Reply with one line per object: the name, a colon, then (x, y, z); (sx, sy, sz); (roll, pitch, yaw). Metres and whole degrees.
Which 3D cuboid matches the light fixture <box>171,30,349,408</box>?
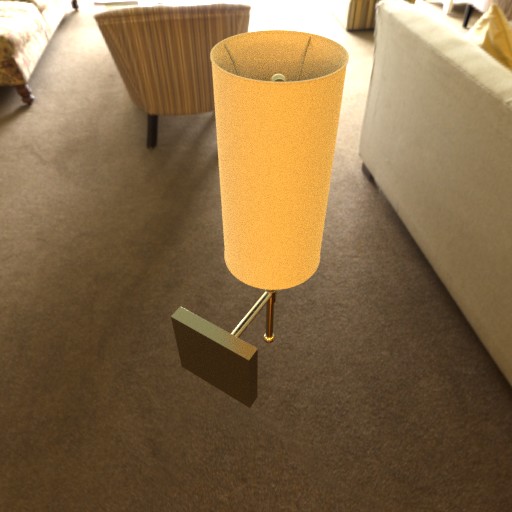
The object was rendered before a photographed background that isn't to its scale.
light fixture: (0.000, 0.000, 0.549); (0.128, 0.462, 0.208); (24, 50, 23)
